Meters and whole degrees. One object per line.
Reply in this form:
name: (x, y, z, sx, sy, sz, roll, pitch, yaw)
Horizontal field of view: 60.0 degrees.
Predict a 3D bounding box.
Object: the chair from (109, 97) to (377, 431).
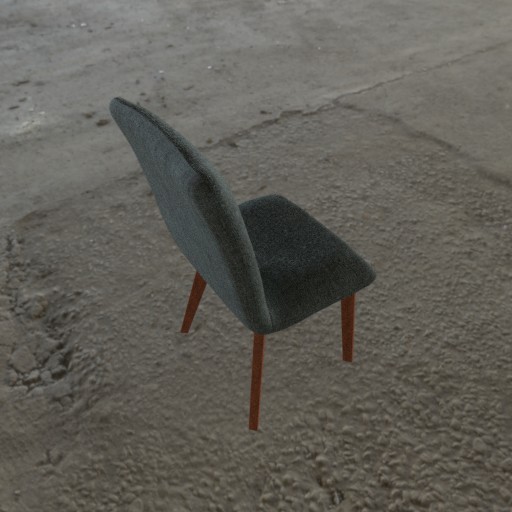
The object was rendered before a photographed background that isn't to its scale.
chair: (0.000, 0.000, 1.334, 0.563, 0.974, 0.522, -25, 49, -25)
